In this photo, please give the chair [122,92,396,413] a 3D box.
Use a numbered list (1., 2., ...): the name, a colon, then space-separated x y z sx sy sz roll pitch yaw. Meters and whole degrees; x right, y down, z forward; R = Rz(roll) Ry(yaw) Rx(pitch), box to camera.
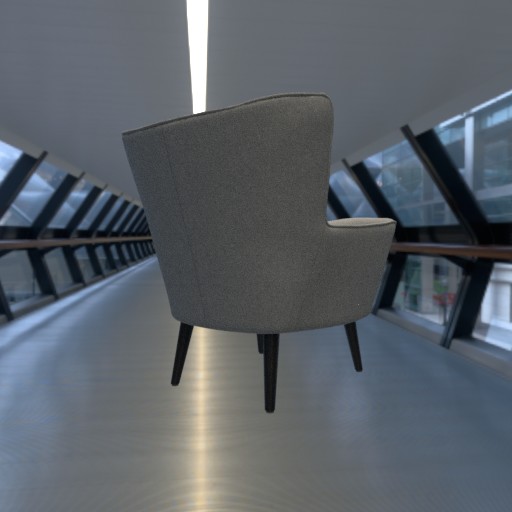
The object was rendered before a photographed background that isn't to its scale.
1. chair: 0.000 0.000 1.624 0.781 0.933 0.888 1 2 37
